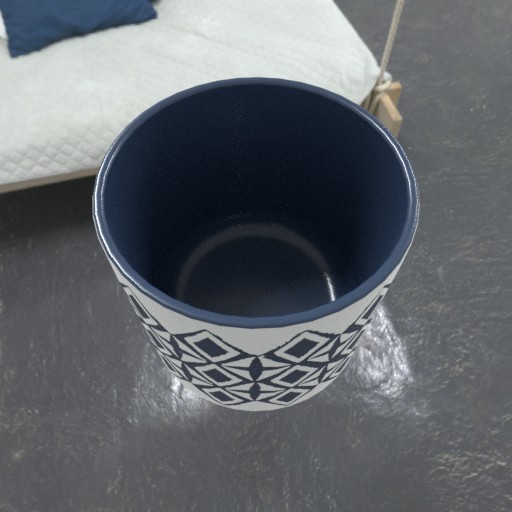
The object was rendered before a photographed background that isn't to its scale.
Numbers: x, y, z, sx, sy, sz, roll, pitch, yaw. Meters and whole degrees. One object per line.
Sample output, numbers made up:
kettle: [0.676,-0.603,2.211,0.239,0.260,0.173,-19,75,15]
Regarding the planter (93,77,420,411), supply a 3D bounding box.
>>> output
planter: [0.000,0.000,0.317,0.182,0.165,0.182,0,58,0]
